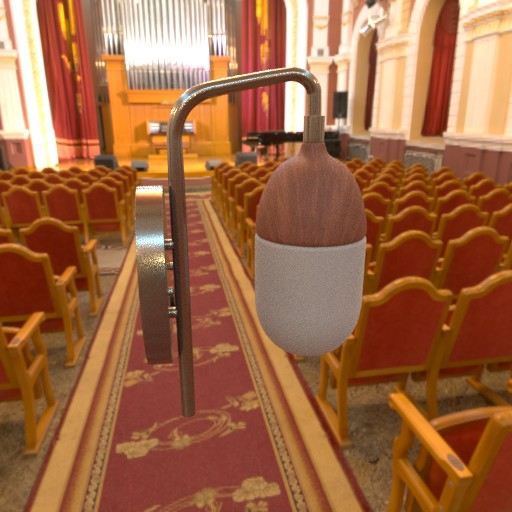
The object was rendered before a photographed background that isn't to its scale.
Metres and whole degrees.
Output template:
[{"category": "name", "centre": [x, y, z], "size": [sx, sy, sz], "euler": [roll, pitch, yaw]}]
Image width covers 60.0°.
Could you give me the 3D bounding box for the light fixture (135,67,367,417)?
[{"category": "light fixture", "centre": [0.000, 0.000, 0.433], "size": [0.216, 0.343, 0.108], "euler": [-3, 17, -9]}]
